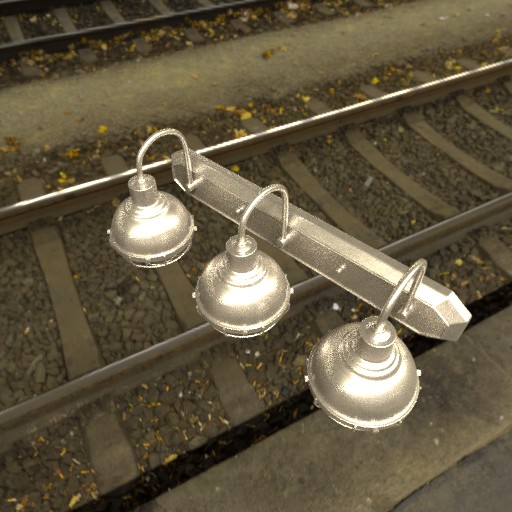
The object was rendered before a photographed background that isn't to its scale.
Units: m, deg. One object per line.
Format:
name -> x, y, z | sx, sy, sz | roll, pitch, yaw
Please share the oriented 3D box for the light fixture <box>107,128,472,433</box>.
light fixture -> 0.000, 0.000, 0.728 | 0.634, 0.254, 0.229 | 32, 55, 26
